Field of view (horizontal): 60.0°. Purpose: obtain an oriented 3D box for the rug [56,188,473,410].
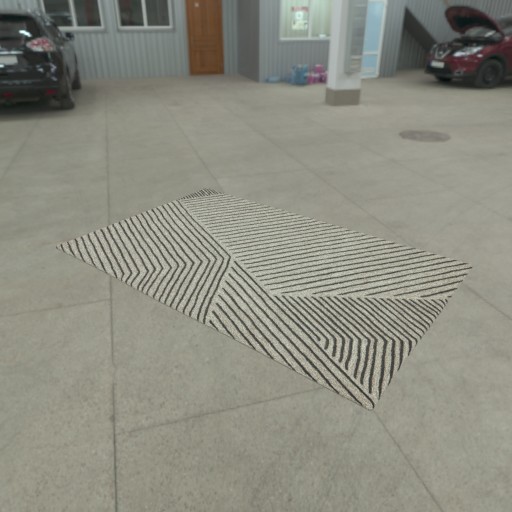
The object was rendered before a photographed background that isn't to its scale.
[{"bbox_3d":[0.000,0.000,3.010,2.406,0.023,1.539,20,34,33],"label":"rug"}]
